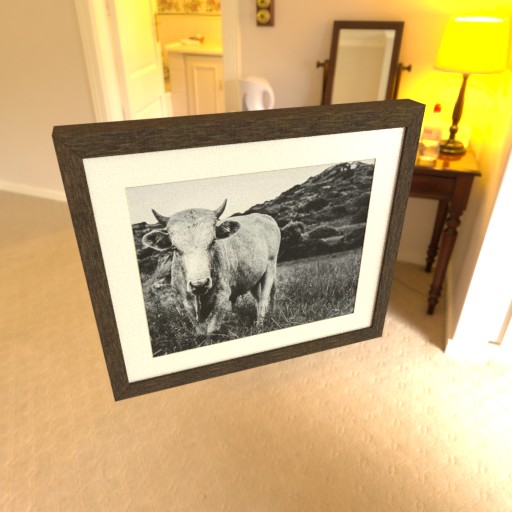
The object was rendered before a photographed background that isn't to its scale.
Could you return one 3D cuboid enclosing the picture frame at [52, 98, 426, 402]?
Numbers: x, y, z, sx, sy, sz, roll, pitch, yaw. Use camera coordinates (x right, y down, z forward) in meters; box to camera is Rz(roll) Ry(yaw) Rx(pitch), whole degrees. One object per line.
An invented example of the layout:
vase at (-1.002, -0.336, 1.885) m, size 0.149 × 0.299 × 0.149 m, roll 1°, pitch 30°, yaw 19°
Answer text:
picture frame at (0.000, 0.000, 0.528) m, size 0.378 × 0.330 × 0.033 m, roll -10°, pitch 32°, yaw -16°
